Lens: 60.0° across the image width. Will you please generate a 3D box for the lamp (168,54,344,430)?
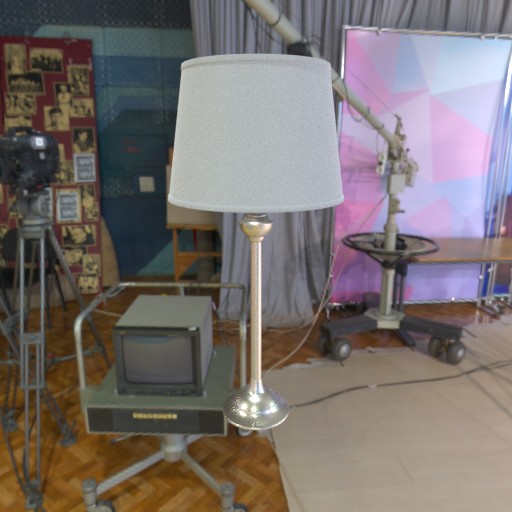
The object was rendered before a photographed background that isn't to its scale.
[{"bbox_3d":[0.000,0.000,0.879,0.331,0.698,0.331,0,16,0],"label":"lamp"}]
